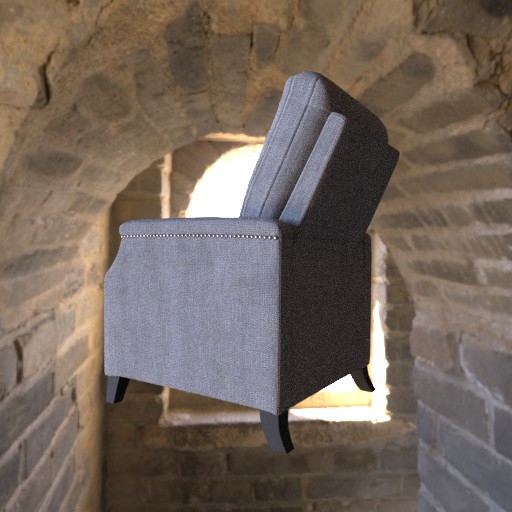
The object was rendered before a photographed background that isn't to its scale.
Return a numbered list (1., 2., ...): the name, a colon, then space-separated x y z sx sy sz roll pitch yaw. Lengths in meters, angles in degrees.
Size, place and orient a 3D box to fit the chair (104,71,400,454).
1. chair: 0.000 0.000 1.636 0.922 1.049 0.710 0 0 34
